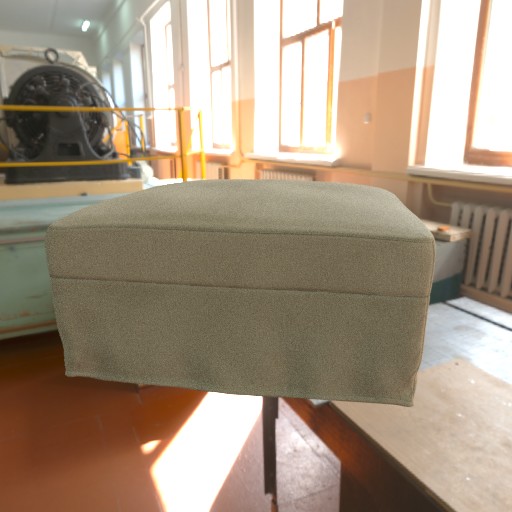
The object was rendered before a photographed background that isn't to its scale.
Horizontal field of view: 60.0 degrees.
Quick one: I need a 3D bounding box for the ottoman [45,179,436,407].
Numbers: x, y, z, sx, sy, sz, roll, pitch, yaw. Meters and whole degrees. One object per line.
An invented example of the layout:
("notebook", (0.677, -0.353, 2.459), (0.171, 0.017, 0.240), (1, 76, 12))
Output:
("ottoman", (0.000, 0.000, 1.327), (0.843, 0.441, 0.842), (2, 15, 9))
